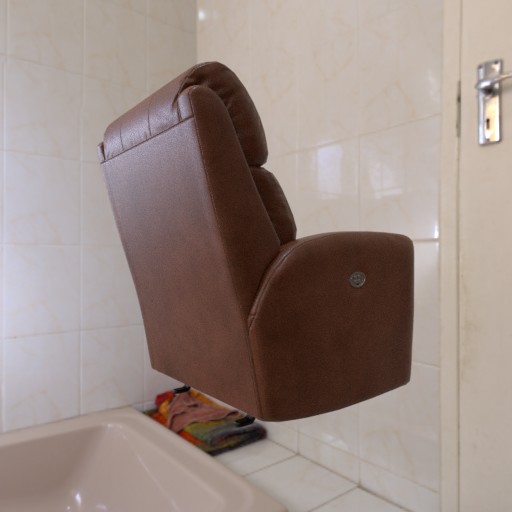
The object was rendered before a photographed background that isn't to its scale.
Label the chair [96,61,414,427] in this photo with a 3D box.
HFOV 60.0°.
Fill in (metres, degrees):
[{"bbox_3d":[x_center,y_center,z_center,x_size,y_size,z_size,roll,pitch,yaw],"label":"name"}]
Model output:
[{"bbox_3d":[0.000,0.000,1.618,0.939,1.016,0.787,0,0,-37],"label":"chair"}]
